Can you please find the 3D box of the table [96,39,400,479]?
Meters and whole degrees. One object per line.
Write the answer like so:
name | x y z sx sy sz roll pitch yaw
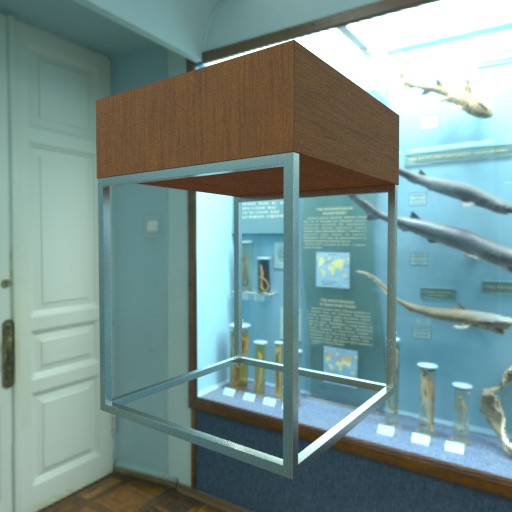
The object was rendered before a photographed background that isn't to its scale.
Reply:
table | 0.000 0.000 0.819 0.398 0.540 0.397 1 2 36
